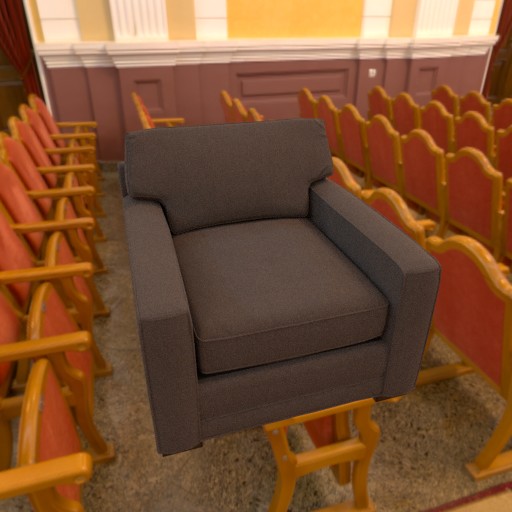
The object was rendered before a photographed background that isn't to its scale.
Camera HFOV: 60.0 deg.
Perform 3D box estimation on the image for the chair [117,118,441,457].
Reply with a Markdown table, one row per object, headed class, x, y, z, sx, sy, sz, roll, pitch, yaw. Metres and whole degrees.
| class | x | y | z | sx | sy | sz | roll | pitch | yaw |
| --- | --- | --- | --- | --- | --- | --- | --- | --- | --- |
| chair | 0.000 | 0.000 | 1.820 | 0.997 | 0.913 | 1.043 | -9 | 30 | -15 |
